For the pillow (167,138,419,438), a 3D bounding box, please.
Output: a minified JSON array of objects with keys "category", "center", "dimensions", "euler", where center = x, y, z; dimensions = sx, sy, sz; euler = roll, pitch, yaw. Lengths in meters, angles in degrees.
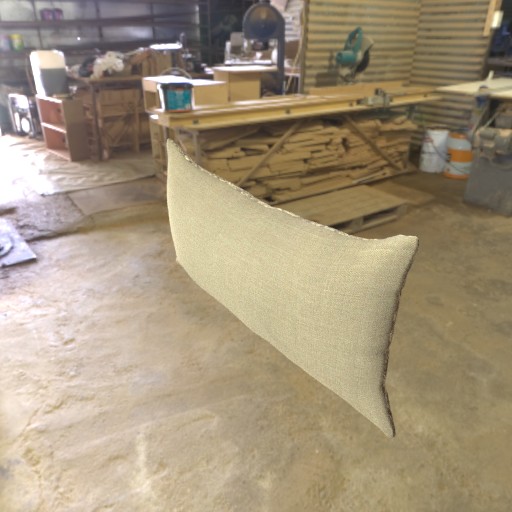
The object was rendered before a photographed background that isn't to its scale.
[{"category":"pillow","center":[0.000,0.000,0.755],"dimensions":[0.148,0.290,0.631],"euler":[-18,32,-31]}]
